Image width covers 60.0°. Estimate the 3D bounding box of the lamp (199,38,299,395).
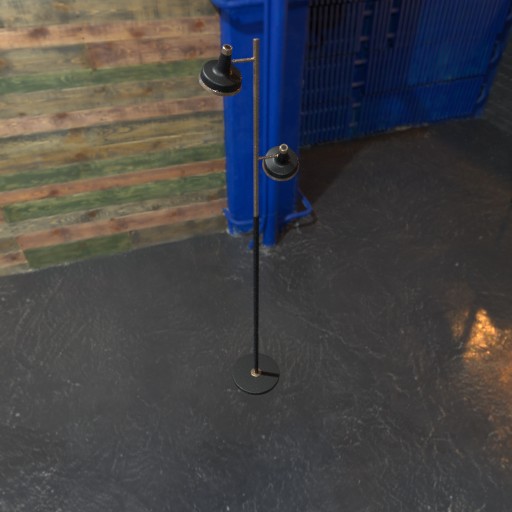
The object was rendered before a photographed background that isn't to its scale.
[{"bbox_3d":[0.000,0.000,1.847,0.351,1.674,0.253,-11,42,-13],"label":"lamp"}]
